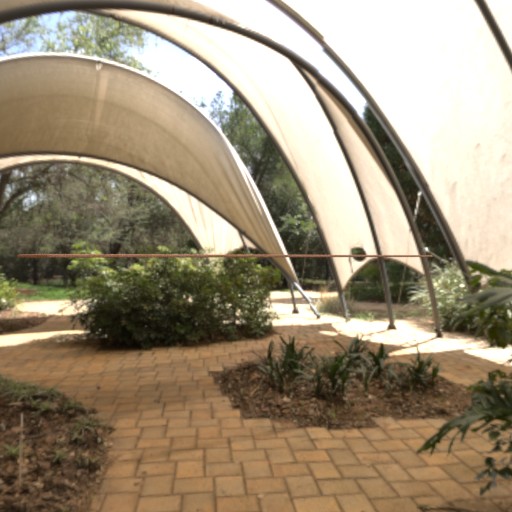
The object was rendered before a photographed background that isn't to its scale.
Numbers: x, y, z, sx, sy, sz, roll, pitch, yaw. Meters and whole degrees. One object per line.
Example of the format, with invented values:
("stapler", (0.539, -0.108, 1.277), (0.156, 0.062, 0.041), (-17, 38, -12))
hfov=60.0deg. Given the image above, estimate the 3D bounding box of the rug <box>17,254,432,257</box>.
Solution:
("rug", (0.000, 0.000, 2.633), (2.435, 0.015, 0.760), (0, 0, -35))
